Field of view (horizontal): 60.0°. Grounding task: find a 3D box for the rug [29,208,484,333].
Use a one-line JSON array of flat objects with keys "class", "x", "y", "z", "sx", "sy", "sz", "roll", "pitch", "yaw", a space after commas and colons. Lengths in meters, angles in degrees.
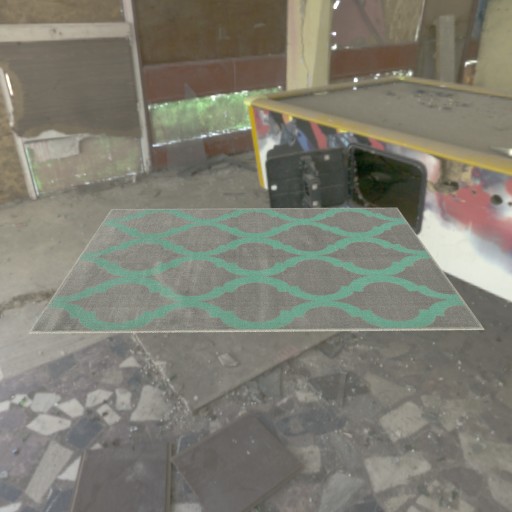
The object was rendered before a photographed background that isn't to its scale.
[{"class": "rug", "x": 0.000, "y": 0.000, "z": 2.885, "sx": 2.286, "sy": 0.006, "sz": 1.524, "roll": 0, "pitch": 30, "yaw": -1}]
